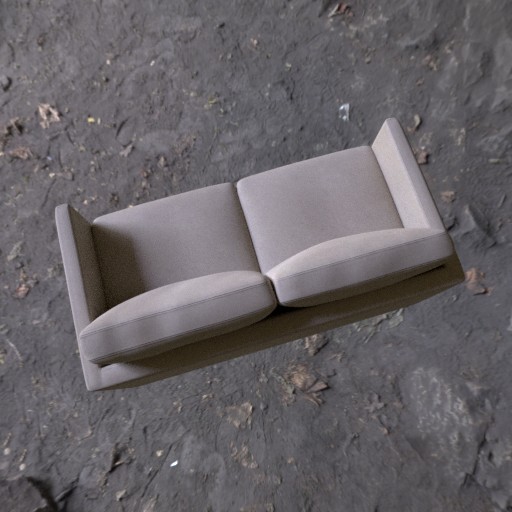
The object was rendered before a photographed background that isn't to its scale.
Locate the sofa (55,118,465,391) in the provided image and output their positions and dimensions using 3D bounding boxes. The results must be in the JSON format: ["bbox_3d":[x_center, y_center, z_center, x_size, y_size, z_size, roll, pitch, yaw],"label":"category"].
[{"bbox_3d":[0.000,0.000,2.393,1.846,0.940,0.950,-16,76,-4],"label":"sofa"}]
